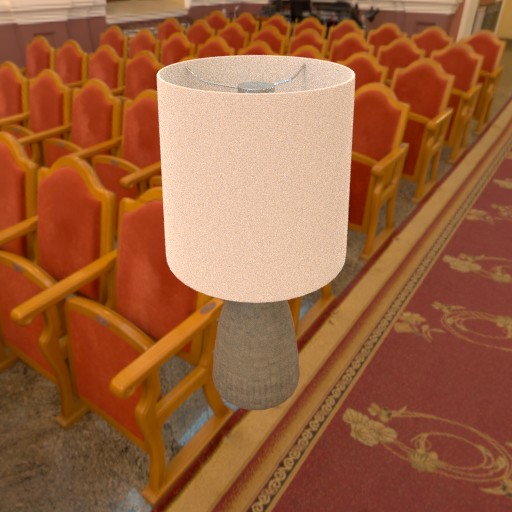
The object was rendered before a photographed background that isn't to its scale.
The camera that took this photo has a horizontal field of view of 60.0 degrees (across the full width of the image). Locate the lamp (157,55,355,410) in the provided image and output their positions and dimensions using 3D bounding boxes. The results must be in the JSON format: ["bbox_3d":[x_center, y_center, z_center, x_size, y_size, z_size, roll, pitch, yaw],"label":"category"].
[{"bbox_3d":[0.000,0.000,0.472,0.186,0.369,0.186,0,33,0],"label":"lamp"}]
